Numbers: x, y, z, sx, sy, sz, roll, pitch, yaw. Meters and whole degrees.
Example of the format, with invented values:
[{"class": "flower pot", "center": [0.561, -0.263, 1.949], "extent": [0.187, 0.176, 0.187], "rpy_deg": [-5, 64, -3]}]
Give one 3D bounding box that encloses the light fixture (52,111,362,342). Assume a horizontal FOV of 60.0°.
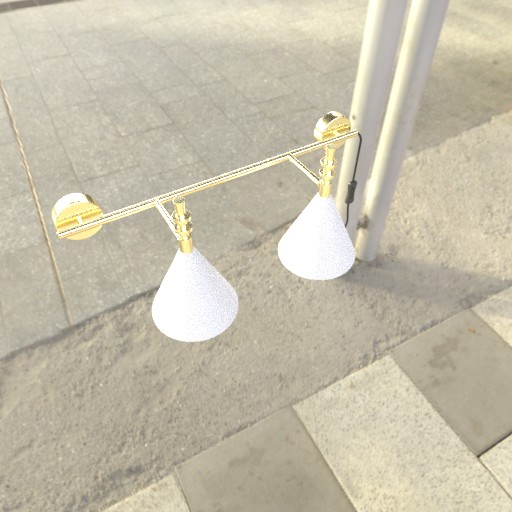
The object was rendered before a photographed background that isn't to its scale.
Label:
[{"class": "light fixture", "center": [0.000, 0.000, 0.882], "extent": [0.642, 0.468, 0.239], "rpy_deg": [-23, 51, -21]}]
